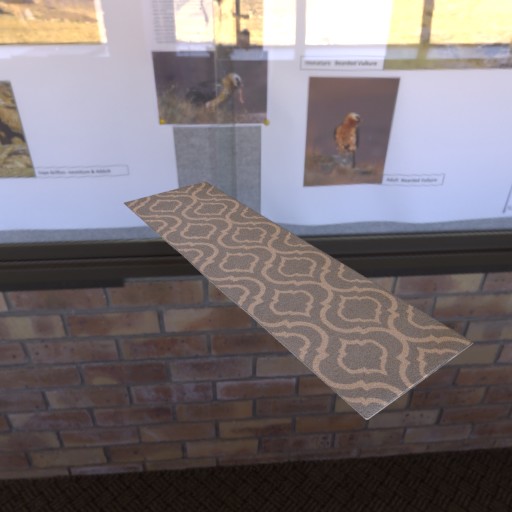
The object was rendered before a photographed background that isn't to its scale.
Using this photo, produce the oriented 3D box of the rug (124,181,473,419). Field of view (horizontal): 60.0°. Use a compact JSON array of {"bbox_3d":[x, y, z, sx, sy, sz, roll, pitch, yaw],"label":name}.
[{"bbox_3d":[0.000,0.000,2.535,0.684,0.009,2.275,-21,37,-30],"label":"rug"}]
